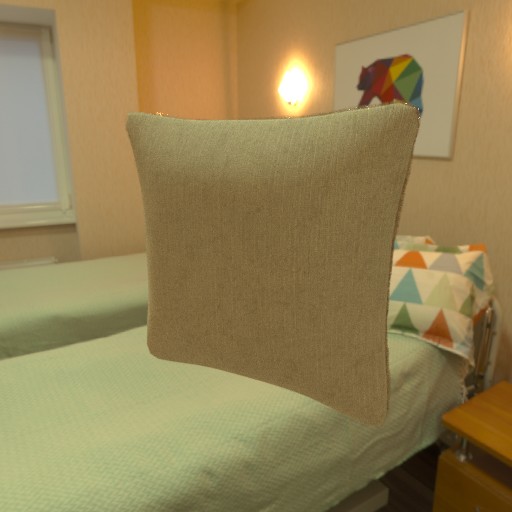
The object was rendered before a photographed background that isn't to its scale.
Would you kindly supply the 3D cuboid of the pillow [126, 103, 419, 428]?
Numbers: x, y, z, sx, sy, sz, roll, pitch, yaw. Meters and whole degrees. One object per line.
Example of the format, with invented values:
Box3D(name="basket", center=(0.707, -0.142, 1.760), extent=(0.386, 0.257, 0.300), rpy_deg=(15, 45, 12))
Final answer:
Box3D(name="pillow", center=(0.000, 0.000, 0.815), extent=(0.538, 0.525, 0.216), rpy_deg=(8, 17, 27))
